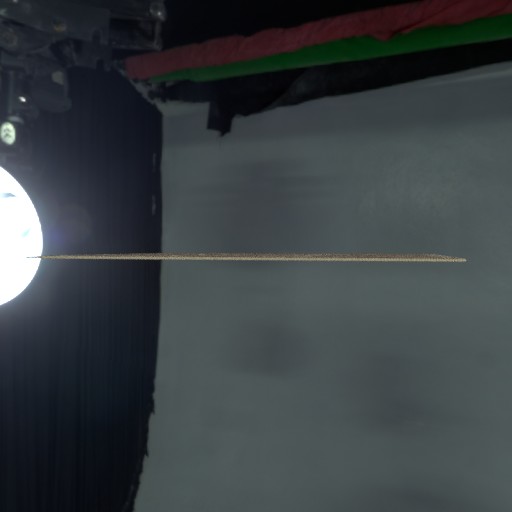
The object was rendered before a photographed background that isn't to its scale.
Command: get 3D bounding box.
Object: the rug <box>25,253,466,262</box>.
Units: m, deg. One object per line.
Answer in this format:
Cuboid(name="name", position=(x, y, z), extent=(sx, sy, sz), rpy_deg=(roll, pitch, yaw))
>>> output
Cuboid(name="rug", position=(0.000, 0.000, 2.889), extent=(2.290, 0.014, 1.526), rpy_deg=(0, 1, 17))
